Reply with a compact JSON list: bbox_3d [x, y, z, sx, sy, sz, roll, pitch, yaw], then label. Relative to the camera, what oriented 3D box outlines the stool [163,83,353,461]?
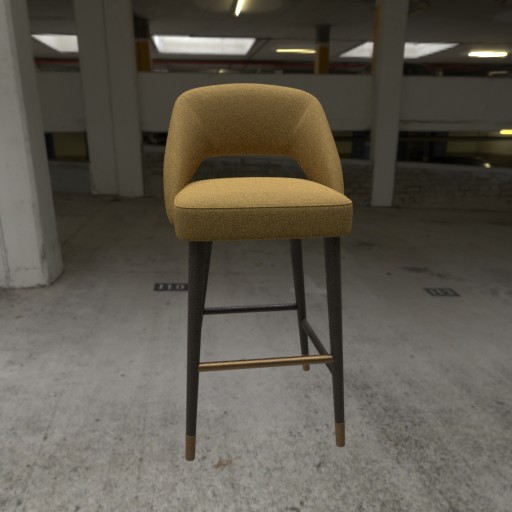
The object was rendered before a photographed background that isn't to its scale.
[{"bbox_3d":[0.000,0.000,1.367,0.536,1.032,0.522,-2,17,-7],"label":"stool"}]
